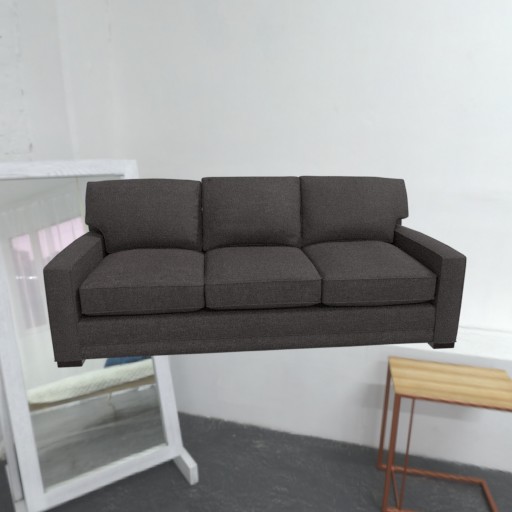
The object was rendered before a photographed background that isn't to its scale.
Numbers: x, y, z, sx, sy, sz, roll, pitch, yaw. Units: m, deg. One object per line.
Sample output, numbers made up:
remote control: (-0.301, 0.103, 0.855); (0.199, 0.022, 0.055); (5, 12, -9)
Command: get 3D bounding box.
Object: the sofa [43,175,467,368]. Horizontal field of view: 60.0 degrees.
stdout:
sofa: (0.000, 0.000, 2.933); (2.369, 0.978, 1.004); (-2, 16, -6)
